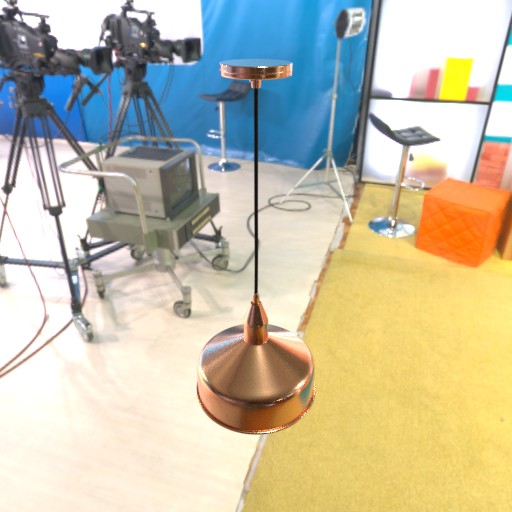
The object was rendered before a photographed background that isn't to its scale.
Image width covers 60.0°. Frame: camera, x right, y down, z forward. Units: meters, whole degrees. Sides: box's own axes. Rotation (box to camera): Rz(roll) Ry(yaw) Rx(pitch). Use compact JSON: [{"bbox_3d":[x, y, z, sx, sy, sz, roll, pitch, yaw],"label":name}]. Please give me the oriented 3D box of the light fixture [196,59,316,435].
[{"bbox_3d":[0.000,0.000,0.937,0.301,0.754,0.301,-11,31,-18],"label":"light fixture"}]
